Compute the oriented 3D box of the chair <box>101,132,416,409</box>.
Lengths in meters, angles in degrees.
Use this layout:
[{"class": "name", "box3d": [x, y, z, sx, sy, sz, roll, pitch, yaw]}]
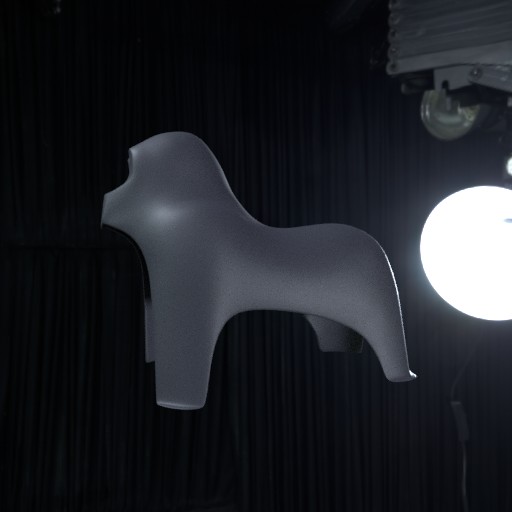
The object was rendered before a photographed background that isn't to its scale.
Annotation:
[{"class": "chair", "box3d": [0.000, 0.000, 1.148, 0.758, 0.600, 0.490, 0, -1, -17]}]
